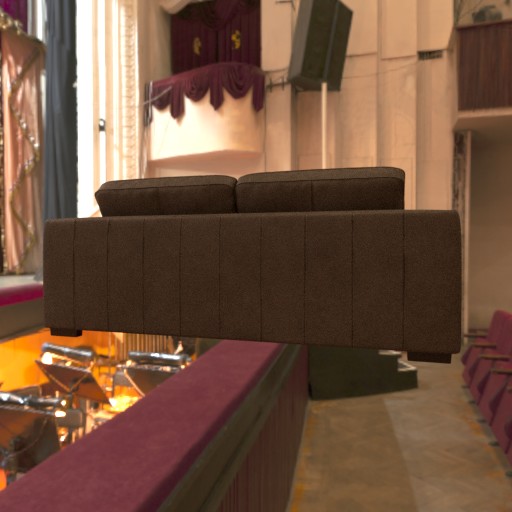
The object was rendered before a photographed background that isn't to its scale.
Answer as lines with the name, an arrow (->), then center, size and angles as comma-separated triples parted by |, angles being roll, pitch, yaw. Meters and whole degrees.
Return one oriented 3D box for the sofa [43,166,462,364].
sofa -> 0.000, 0.000, 2.417 | 1.920, 0.800, 1.070 | 0, 1, 17
